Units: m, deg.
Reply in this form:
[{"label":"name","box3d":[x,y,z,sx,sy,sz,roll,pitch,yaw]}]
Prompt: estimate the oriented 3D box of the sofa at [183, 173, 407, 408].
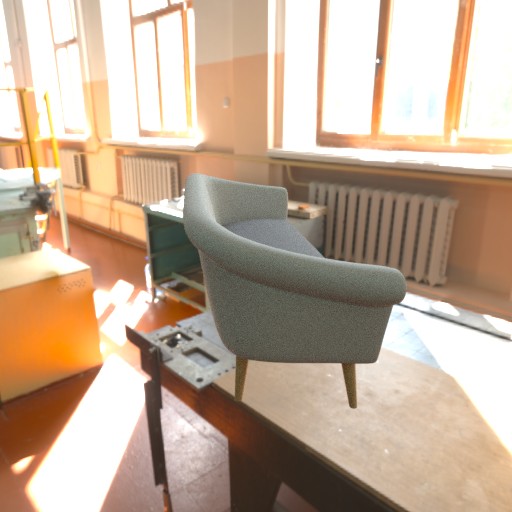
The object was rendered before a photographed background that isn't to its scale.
[{"label":"sofa","box3d":[0.000,0.000,2.566,0.827,0.795,2.160,-2,17,-8]}]
